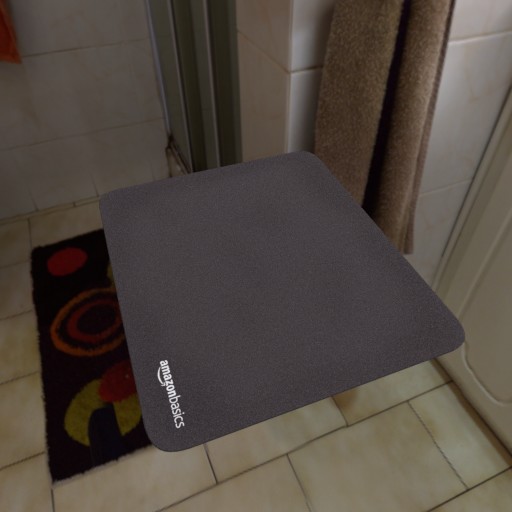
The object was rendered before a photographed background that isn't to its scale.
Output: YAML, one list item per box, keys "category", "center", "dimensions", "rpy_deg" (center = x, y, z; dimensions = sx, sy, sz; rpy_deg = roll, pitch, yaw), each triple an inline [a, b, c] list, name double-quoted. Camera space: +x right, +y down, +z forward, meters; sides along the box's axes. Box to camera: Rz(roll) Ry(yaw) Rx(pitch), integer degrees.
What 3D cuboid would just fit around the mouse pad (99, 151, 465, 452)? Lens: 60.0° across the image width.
- category: "mouse pad"
  center: [0.000, 0.000, 0.434]
  dimensions: [0.269, 0.002, 0.315]
  rpy_deg: [-15, 47, -14]
